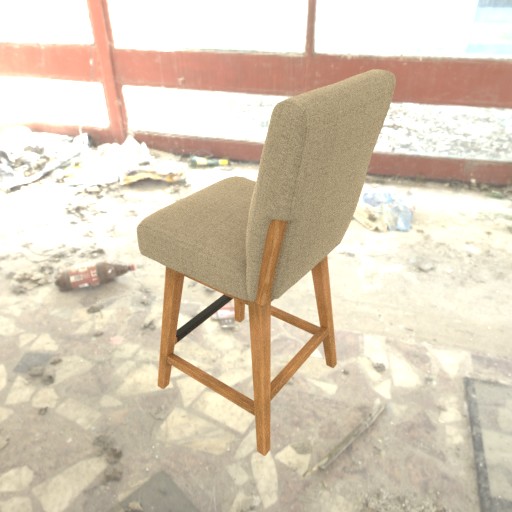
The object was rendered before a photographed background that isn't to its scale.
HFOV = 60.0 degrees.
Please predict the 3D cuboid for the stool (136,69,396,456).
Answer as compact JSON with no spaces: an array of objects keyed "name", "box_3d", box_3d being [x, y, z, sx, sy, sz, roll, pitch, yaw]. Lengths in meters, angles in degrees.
[{"name":"stool","box_3d":[0.000,0.000,1.288,0.526,1.010,0.459,21,38,30]}]
